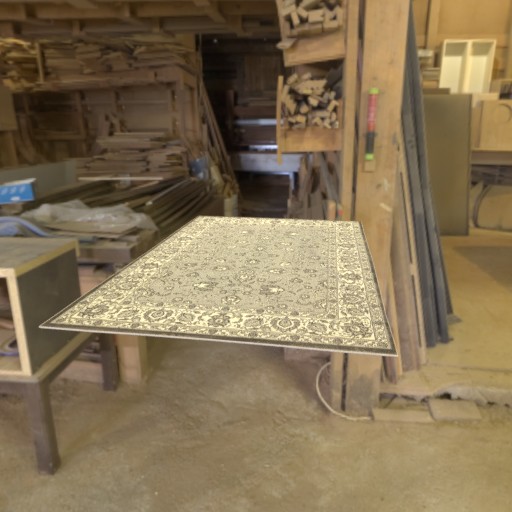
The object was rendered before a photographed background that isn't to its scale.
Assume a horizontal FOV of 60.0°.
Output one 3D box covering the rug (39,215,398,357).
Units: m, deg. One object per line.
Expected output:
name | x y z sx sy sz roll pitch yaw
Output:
rug | 0.000 0.000 2.965 1.524 0.011 2.438 3 17 9
